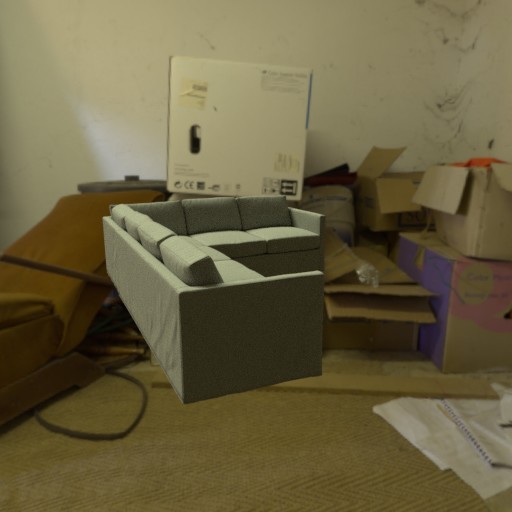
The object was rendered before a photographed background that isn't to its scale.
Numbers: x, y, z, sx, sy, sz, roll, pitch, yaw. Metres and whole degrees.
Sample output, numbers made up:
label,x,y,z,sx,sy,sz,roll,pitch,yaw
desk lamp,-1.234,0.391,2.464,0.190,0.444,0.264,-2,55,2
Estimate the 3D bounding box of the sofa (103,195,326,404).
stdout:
label,x,y,z,sx,sy,sz,roll,pitch,yaw
sofa,0.000,0.000,4.279,2.432,0.871,3.182,-6,14,-25
